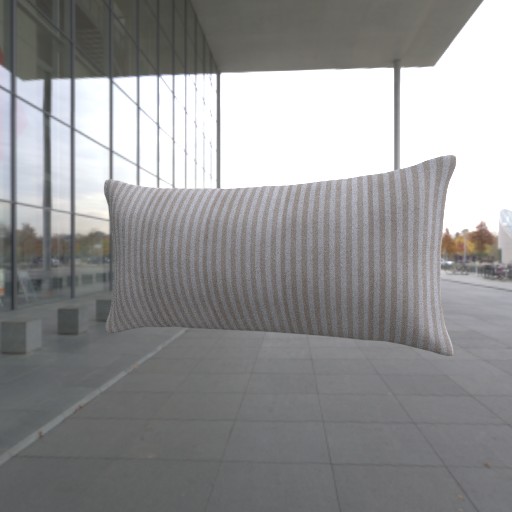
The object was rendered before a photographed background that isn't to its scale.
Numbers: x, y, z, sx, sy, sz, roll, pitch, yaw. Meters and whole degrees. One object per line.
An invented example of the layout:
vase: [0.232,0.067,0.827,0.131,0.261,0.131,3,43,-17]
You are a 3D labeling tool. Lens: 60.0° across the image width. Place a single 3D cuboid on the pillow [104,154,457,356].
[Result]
pillow: [0.000,0.000,0.745,0.617,0.295,0.151,0,0,20]
